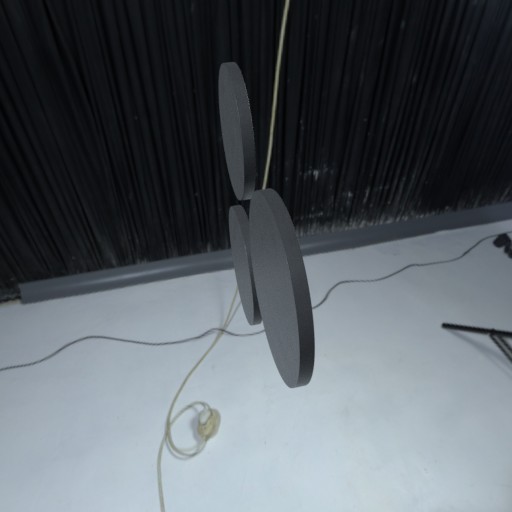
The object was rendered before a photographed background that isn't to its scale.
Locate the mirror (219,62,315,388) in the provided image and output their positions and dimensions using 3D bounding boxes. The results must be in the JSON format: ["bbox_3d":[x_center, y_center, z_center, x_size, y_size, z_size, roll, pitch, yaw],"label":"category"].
[{"bbox_3d":[0.000,0.000,3.081,0.076,2.096,2.160,-9,47,-9],"label":"mirror"}]
